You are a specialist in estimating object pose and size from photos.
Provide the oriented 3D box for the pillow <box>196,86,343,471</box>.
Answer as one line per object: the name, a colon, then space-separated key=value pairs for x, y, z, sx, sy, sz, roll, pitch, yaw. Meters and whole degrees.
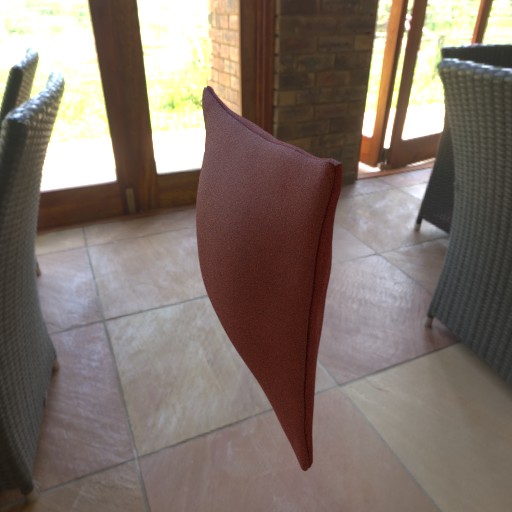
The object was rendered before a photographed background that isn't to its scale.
pillow: x=0.000 y=0.000 z=0.655 sx=0.151 sy=0.416 sz=0.435 roll=-11 pitch=32 yaw=-18
